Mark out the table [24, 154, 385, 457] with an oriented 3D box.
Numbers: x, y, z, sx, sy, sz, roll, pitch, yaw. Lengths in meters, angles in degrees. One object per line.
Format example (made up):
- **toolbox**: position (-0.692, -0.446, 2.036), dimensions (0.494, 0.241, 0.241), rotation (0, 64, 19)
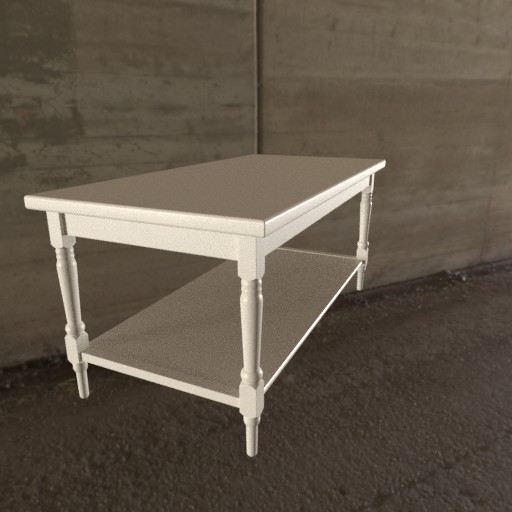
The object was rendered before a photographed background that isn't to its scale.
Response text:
- **table**: position (0.000, 0.000, 1.365), dimensions (0.550, 0.510, 1.107), rotation (8, 19, 24)
